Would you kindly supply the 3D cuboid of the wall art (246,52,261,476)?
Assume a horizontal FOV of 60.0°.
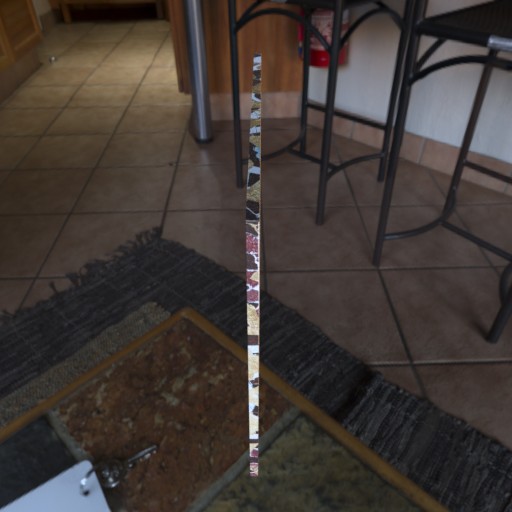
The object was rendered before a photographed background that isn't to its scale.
[{"bbox_3d":[0.000,0.000,0.598,0.010,0.406,0.404,0,40,1],"label":"wall art"}]
